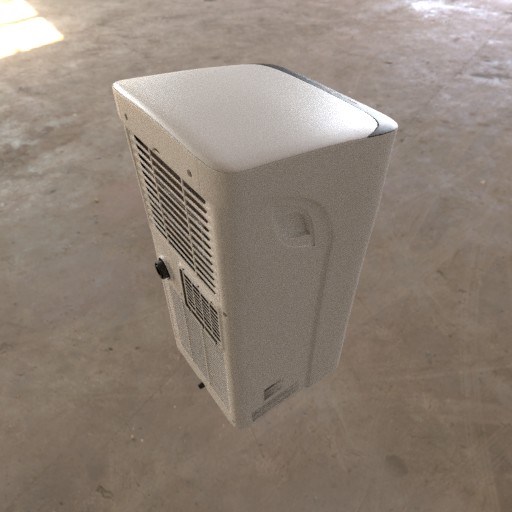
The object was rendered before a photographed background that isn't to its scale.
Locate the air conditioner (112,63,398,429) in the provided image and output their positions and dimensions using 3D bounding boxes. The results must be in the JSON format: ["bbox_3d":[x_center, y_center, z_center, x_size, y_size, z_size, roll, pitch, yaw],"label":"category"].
[{"bbox_3d":[0.000,0.000,0.927,0.369,0.716,0.352,-26,48,-25],"label":"air conditioner"}]
